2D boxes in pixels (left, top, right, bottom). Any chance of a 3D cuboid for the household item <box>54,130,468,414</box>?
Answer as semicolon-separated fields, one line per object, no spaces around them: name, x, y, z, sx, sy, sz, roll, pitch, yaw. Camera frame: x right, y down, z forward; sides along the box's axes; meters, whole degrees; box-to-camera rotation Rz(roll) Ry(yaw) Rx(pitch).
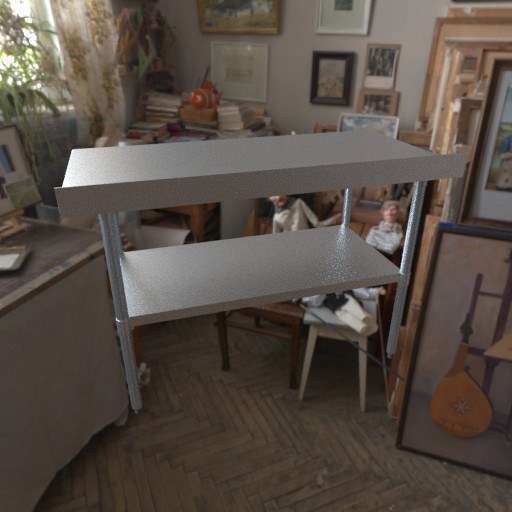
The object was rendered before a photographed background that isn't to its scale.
household item;0.000;0.000;1.698;1.219;0.851;0.610;-8;28;-15
